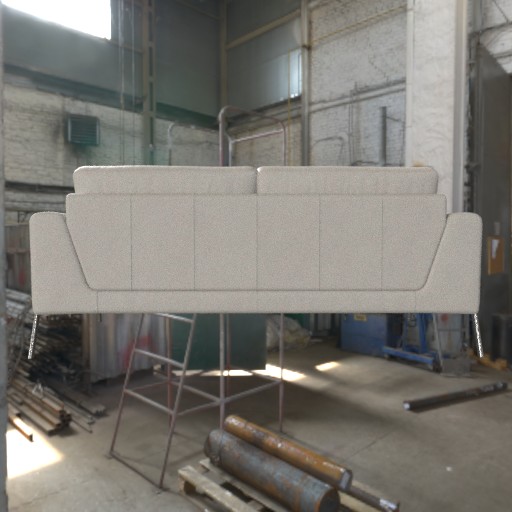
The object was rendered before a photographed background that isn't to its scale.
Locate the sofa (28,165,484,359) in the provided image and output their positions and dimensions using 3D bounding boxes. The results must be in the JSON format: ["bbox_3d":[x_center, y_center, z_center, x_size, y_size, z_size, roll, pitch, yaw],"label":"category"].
[{"bbox_3d":[0.000,0.000,2.410,2.017,0.875,0.953,0,2,-1],"label":"sofa"}]
